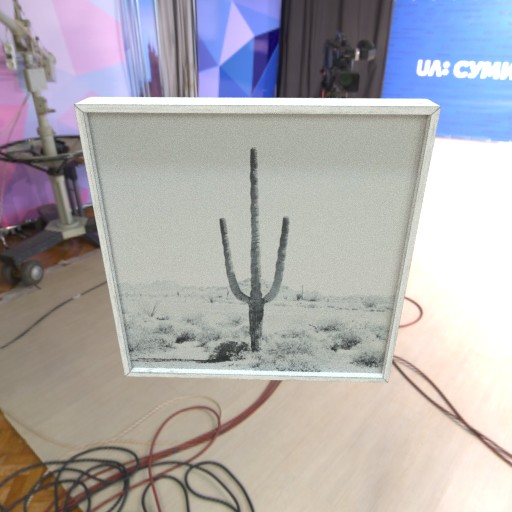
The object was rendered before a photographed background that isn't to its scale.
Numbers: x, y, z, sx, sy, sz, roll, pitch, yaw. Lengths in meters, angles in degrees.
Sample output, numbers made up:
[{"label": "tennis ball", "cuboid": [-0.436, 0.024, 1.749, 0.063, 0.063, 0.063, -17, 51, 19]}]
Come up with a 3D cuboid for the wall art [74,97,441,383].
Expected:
[{"label": "wall art", "cuboid": [0.000, 0.000, 0.457, 0.305, 0.305, 0.038, 1, 28, 2]}]
